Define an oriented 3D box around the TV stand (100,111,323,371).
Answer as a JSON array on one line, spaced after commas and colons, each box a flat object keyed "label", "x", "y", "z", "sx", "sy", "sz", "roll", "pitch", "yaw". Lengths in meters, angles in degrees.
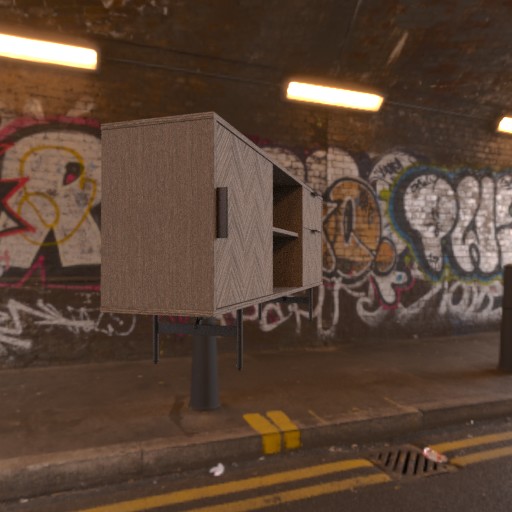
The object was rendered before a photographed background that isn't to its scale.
[{"label": "TV stand", "x": 0.000, "y": 0.000, "z": 2.139, "sx": 0.405, "sy": 0.787, "sz": 1.804, "roll": 0, "pitch": -1, "yaw": 18}]
